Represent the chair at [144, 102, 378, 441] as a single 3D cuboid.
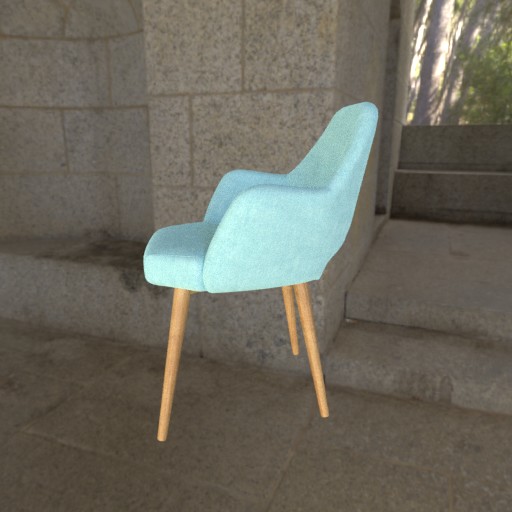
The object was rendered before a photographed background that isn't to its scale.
[{"bbox_3d":[0.000,0.000,1.282,0.610,0.840,0.590,-2,14,-7],"label":"chair"}]
